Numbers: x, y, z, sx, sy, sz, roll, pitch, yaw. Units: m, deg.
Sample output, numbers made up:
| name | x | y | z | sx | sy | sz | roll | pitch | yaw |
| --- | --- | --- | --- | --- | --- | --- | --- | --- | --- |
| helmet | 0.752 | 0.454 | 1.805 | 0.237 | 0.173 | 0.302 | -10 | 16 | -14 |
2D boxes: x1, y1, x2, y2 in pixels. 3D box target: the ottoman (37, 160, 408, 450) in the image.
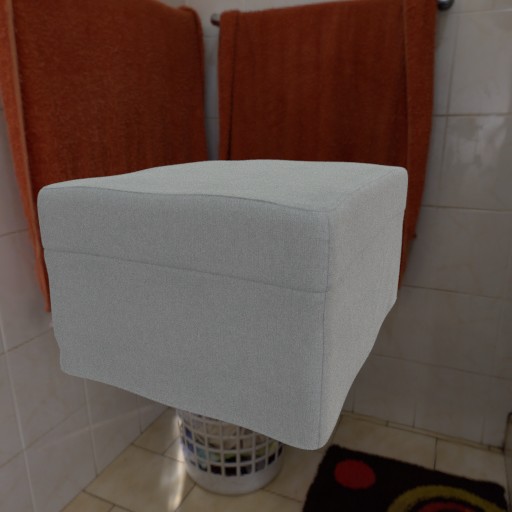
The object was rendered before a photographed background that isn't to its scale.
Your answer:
| name | x | y | z | sx | sy | sz | roll | pitch | yaw |
| --- | --- | --- | --- | --- | --- | --- | --- | --- | --- |
| ottoman | 0.000 | 0.000 | 1.192 | 0.648 | 0.461 | 0.833 | 8 | 18 | 25 |
